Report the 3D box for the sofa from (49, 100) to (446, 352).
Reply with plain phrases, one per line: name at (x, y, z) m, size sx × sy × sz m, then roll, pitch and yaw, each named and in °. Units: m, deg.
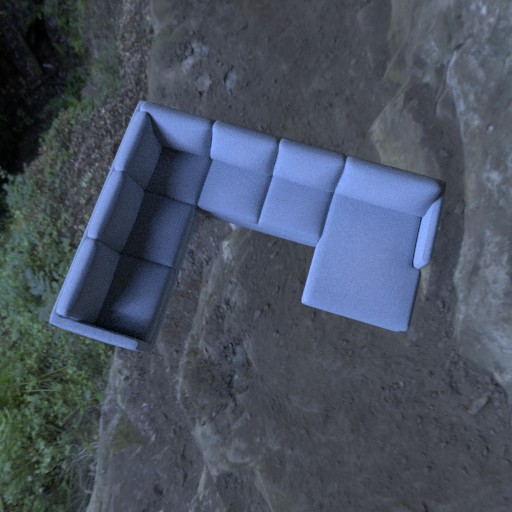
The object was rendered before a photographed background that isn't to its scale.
sofa at (0.000, 0.000, 4.620) m, size 3.403 × 0.889 × 2.551 m, roll 16°, pitch 76°, yaw 4°
